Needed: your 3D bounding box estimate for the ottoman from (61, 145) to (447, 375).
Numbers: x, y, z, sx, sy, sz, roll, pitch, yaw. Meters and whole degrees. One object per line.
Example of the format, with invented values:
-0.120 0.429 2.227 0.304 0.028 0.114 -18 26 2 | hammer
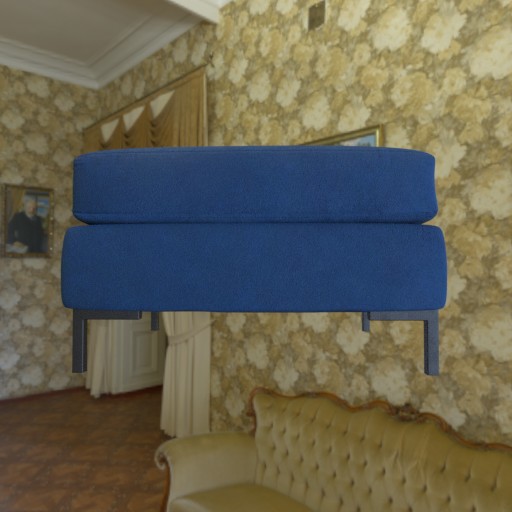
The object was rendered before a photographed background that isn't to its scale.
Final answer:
0.000 0.000 1.193 0.794 0.485 0.655 0 -1 2 | ottoman
